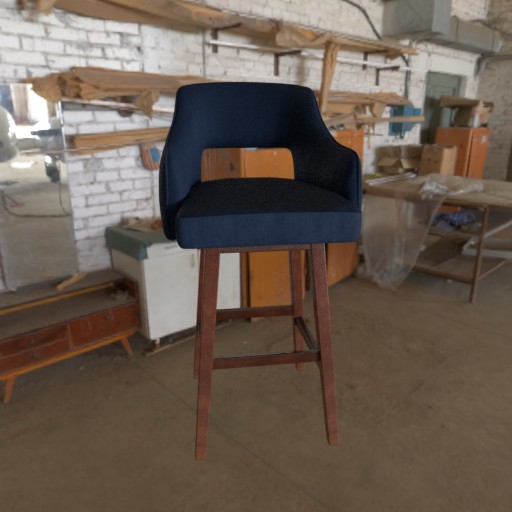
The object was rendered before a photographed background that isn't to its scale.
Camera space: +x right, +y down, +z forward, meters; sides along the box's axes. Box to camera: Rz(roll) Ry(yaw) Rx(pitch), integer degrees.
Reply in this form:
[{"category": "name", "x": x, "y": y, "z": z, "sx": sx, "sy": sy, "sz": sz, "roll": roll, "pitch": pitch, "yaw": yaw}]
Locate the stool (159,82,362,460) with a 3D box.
[{"category": "stool", "x": 0.000, "y": 0.000, "z": 1.371, "sx": 0.550, "sy": 1.041, "sz": 0.560, "roll": -3, "pitch": 18, "yaw": -8}]
